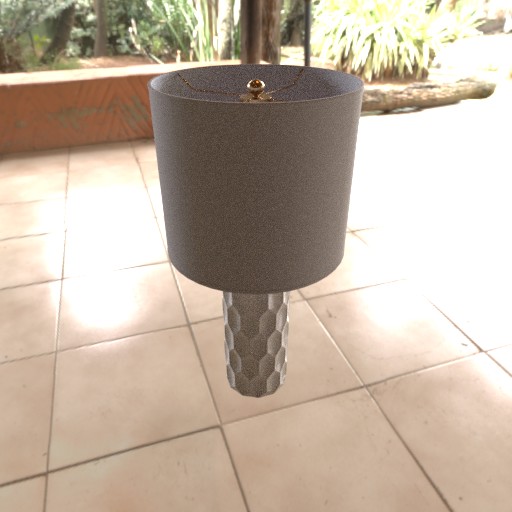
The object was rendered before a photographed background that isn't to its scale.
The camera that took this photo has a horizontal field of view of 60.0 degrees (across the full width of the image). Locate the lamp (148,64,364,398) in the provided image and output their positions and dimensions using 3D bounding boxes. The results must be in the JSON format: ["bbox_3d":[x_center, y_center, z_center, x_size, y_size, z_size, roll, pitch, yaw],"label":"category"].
[{"bbox_3d":[0.000,0.000,0.715,0.277,0.537,0.277,-10,33,-16],"label":"lamp"}]
